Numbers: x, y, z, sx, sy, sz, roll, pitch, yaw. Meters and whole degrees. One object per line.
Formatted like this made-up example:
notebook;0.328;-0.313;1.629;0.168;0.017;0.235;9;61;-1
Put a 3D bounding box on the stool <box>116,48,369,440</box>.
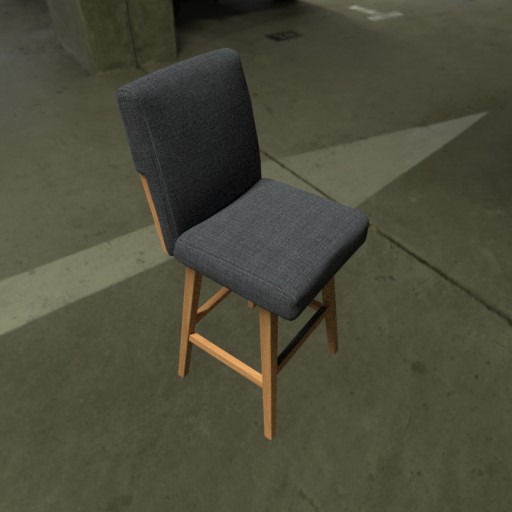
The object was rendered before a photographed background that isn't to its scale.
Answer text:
stool;0.000;0.000;1.435;0.570;1.112;0.483;26;47;27
